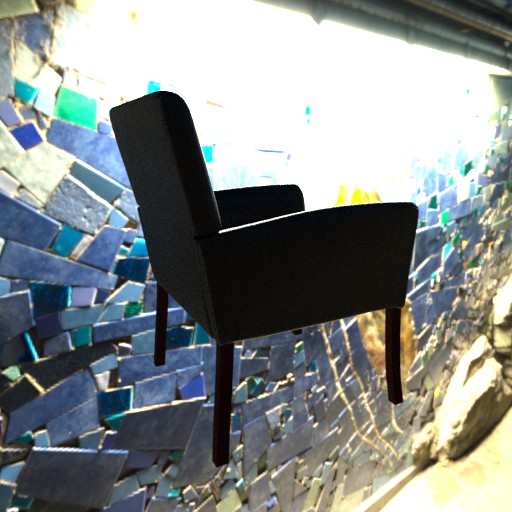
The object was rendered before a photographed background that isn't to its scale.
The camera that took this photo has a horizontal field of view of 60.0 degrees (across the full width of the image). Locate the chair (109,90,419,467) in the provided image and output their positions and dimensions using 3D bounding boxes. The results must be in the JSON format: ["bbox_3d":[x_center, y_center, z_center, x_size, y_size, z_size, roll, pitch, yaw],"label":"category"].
[{"bbox_3d":[0.000,0.000,1.471,0.772,0.951,0.683,-7,16,-26],"label":"chair"}]
